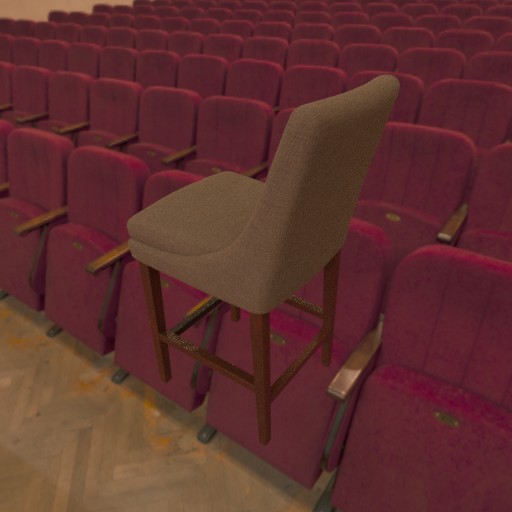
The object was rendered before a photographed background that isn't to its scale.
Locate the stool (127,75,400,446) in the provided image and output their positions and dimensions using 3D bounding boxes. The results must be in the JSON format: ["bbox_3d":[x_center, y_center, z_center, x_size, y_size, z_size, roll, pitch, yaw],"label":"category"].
[{"bbox_3d":[0.000,0.000,1.281,0.577,0.981,0.470,21,38,30],"label":"stool"}]
